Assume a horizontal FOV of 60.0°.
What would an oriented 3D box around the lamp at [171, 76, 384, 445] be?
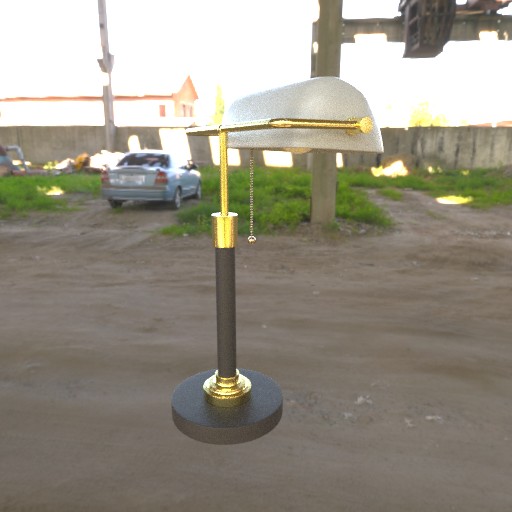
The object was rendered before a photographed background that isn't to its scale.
[{"bbox_3d":[0.000,0.000,0.551,0.227,0.404,0.269,-7,15,-26],"label":"lamp"}]
